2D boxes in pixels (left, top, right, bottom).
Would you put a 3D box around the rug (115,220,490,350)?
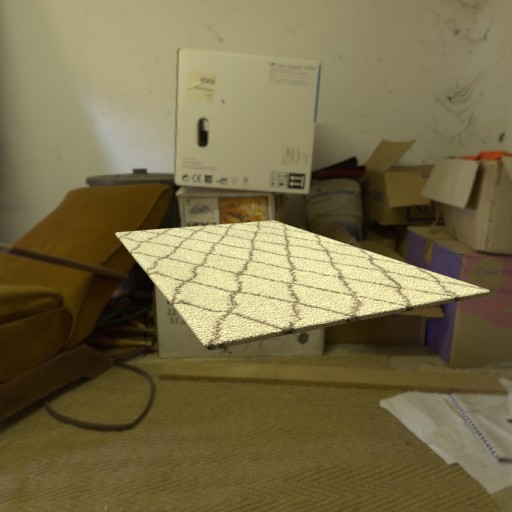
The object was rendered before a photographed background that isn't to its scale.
[{"bbox_3d":[0.000,0.000,3.021,1.524,0.030,2.438,-6,15,-24],"label":"rug"}]
